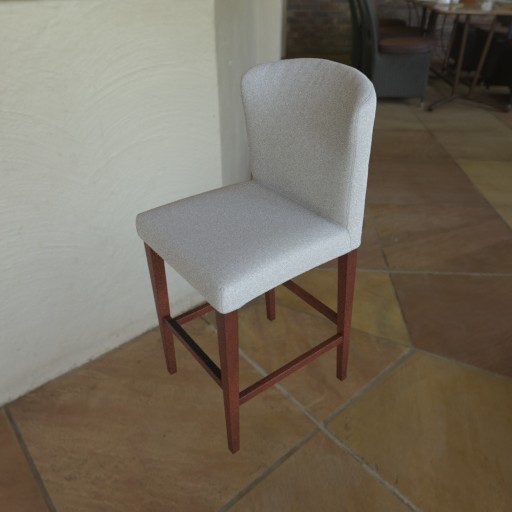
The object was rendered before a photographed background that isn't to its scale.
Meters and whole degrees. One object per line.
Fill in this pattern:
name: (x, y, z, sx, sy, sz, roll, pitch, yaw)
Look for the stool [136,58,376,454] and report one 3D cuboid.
stool: (0.000, 0.000, 1.376, 0.568, 1.069, 0.479, -23, 40, -30)
